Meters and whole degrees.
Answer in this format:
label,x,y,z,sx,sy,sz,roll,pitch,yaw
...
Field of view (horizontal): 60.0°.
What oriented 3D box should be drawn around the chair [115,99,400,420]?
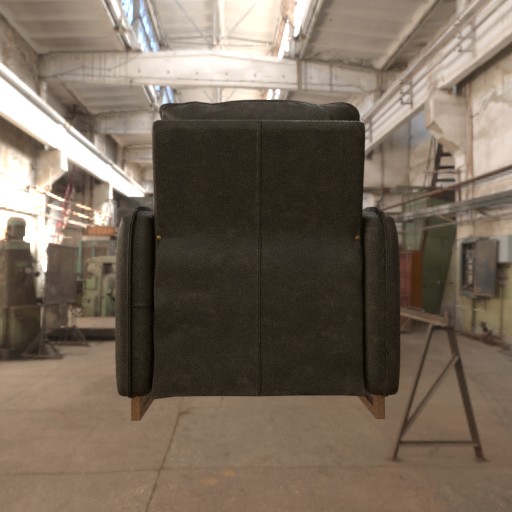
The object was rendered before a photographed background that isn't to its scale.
label,x,y,z,sx,sy,sz,roll,pitch,yaw
chair,0.000,0.000,1.628,0.830,0.921,0.921,0,-1,-1
